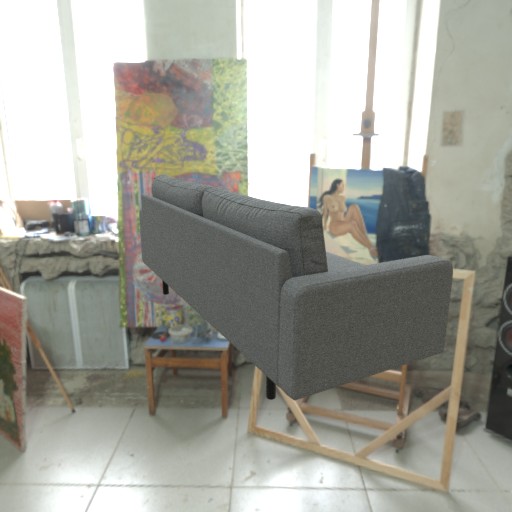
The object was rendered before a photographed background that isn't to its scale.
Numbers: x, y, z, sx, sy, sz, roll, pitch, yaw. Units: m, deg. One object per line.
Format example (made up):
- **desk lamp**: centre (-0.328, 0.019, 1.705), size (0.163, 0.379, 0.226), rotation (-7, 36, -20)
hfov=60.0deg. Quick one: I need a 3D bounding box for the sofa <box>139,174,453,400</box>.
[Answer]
- **sofa**: centre (0.000, 0.000, 2.731), size (0.880, 0.880, 2.200), rotation (-8, 17, -27)
